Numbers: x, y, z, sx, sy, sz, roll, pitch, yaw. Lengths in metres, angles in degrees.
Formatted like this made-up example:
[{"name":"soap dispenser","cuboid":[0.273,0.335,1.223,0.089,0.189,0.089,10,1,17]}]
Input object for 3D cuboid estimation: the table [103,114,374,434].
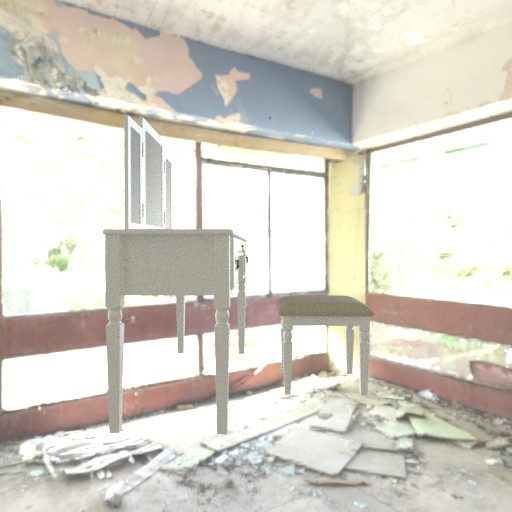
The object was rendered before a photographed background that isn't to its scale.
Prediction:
[{"name":"table","cuboid":[0.000,0.000,2.291,1.115,1.310,1.369,0,1,1]}]
